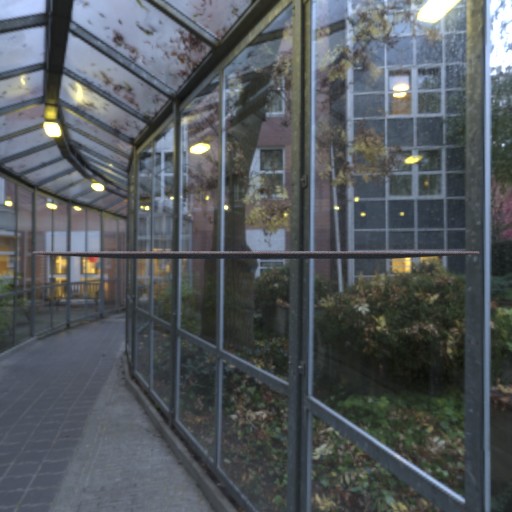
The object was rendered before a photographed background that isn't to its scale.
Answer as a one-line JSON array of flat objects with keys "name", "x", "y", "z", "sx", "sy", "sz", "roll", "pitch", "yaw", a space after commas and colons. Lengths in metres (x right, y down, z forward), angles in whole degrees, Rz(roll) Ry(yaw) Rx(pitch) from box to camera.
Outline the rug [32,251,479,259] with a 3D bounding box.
[{"name": "rug", "x": 0.000, "y": 0.000, "z": 3.138, "sx": 2.390, "sy": 0.015, "sz": 1.609, "roll": 0, "pitch": -1, "yaw": 1}]
